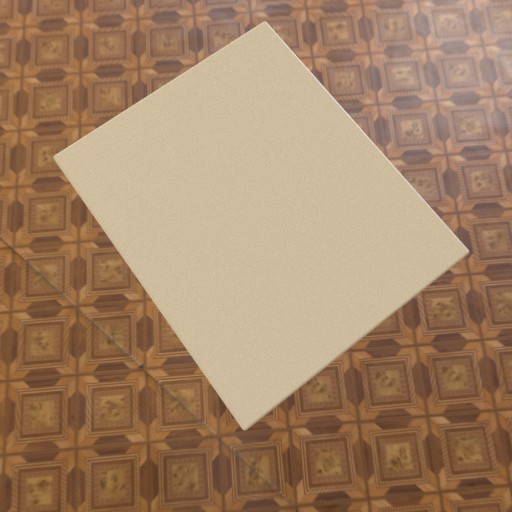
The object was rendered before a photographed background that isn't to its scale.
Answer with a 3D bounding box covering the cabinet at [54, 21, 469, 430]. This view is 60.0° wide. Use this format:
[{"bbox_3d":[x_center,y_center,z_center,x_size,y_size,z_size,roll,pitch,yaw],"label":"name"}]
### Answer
[{"bbox_3d":[0.000,0.000,1.045,0.431,0.723,0.520,-36,79,-8],"label":"cabinet"}]
